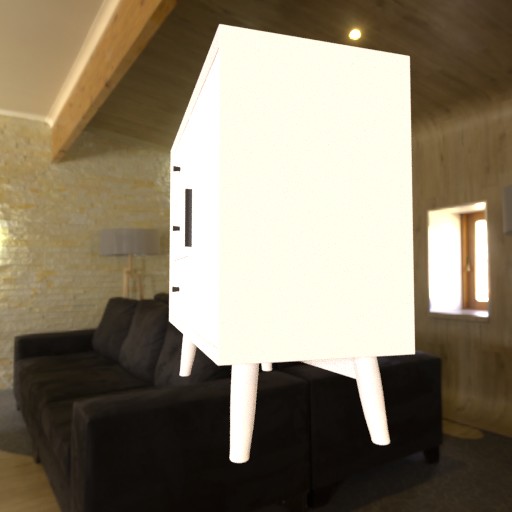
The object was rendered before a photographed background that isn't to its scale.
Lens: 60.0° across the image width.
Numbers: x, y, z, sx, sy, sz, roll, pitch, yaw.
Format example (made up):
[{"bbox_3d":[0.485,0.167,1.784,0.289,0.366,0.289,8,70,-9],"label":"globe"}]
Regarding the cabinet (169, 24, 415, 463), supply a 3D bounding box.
[{"bbox_3d":[0.000,0.000,1.184,0.398,0.761,0.800,1,-3,-17],"label":"cabinet"}]
